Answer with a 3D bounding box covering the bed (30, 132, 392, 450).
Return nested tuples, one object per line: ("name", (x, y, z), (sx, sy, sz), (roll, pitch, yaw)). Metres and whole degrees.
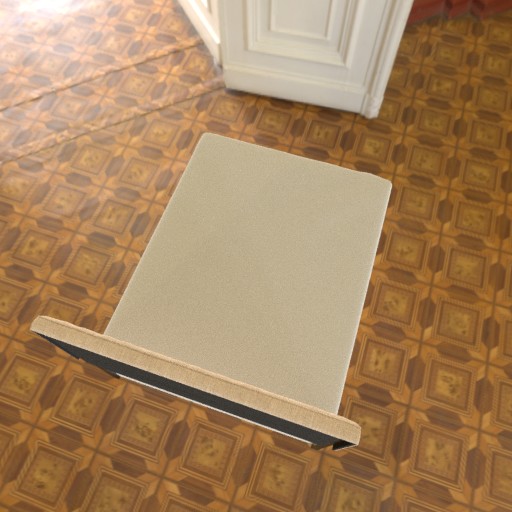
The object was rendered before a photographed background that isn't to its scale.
("bed", (0.000, 0.000, 2.942), (1.643, 1.270, 1.978), (17, 65, 8))
